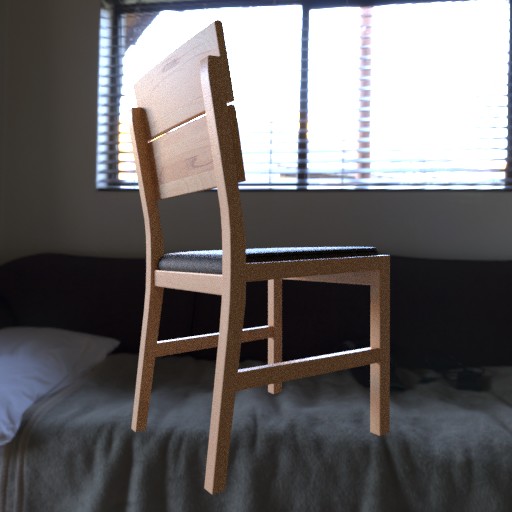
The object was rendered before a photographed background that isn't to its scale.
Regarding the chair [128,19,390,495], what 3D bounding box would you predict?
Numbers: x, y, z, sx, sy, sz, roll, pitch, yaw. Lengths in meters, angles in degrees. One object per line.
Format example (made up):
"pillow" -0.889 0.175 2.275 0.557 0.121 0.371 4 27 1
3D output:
"chair" 0.000 0.000 1.212 0.560 0.950 0.475 0 0 -37
